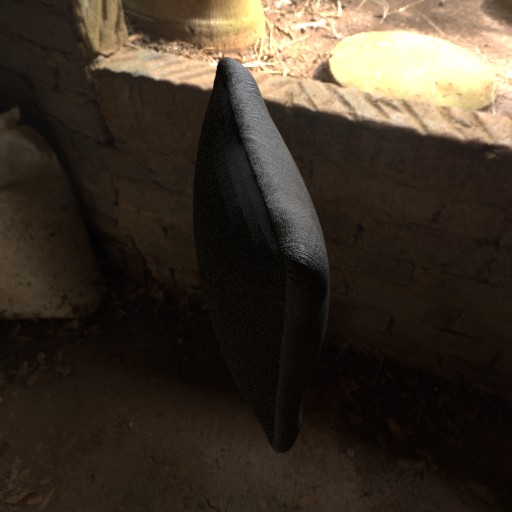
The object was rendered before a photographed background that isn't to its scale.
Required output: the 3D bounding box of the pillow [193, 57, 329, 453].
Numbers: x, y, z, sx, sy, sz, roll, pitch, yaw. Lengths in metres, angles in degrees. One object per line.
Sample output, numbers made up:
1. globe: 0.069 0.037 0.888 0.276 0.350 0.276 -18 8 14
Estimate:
1. pillow: 0.000 0.000 0.795 0.210 0.523 0.533 -9 48 -8
